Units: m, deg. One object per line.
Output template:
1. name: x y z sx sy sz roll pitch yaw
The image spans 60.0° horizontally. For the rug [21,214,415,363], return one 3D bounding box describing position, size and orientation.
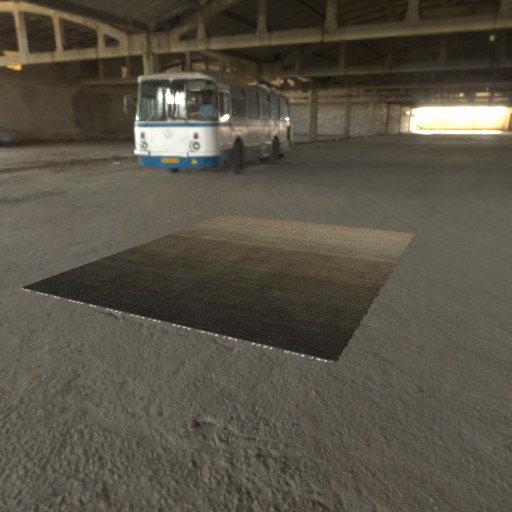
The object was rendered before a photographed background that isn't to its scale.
1. rug: 0.000 0.000 3.891 2.306 0.017 2.902 8 19 25
